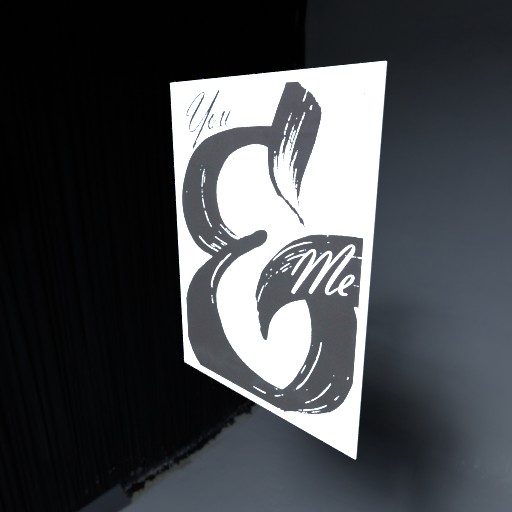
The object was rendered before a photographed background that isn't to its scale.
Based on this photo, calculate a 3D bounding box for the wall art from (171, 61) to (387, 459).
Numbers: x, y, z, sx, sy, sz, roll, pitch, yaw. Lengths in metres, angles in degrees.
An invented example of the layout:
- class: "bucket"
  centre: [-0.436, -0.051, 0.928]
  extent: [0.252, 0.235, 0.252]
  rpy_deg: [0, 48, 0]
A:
- class: "wall art"
  centre: [0.000, 0.000, 0.800]
  extent: [0.457, 0.609, 0.003]
  rpy_deg: [15, 22, 41]
